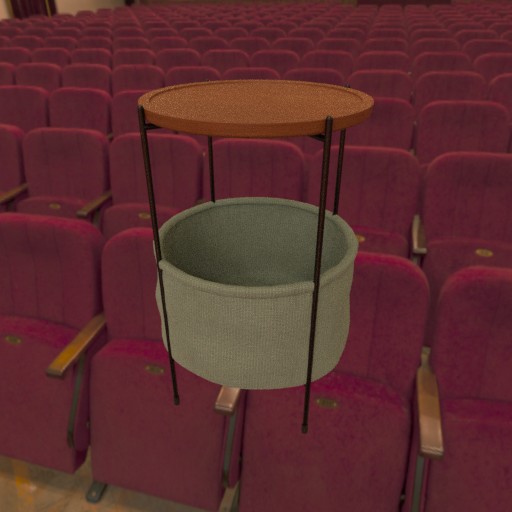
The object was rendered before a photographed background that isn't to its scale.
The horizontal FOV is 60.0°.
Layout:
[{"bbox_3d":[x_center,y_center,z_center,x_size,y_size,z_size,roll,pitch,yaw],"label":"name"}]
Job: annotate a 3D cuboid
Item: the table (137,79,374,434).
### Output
[{"bbox_3d":[0.000,0.000,0.895,0.400,0.623,0.400,8,30,13],"label":"table"}]
